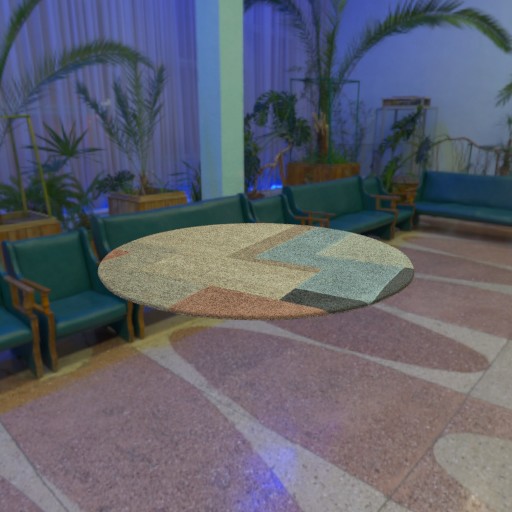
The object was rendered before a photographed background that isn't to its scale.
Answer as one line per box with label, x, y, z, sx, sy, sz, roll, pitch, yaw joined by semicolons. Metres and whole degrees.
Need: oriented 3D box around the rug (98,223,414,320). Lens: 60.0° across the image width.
rug;0.000;0.000;3.643;2.461;0.033;2.461;0;16;0
